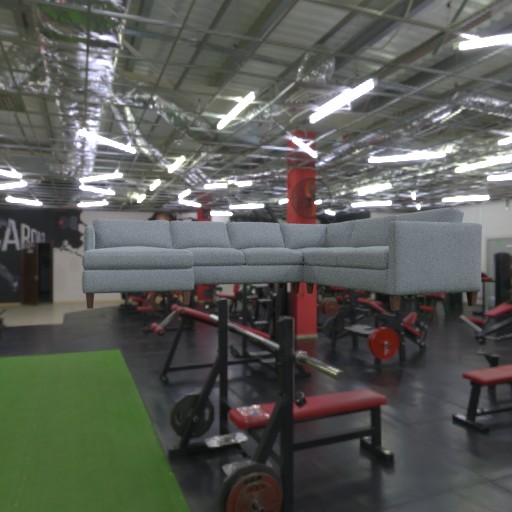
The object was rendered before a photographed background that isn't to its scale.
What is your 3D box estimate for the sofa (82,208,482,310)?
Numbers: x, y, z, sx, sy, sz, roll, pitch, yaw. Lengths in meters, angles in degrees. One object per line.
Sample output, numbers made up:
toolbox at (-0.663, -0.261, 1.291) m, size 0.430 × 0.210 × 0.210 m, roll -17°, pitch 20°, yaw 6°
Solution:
sofa at (0.000, 0.000, 4.403) m, size 3.238 × 0.853 × 2.551 m, roll 0°, pitch 0°, yaw -19°
